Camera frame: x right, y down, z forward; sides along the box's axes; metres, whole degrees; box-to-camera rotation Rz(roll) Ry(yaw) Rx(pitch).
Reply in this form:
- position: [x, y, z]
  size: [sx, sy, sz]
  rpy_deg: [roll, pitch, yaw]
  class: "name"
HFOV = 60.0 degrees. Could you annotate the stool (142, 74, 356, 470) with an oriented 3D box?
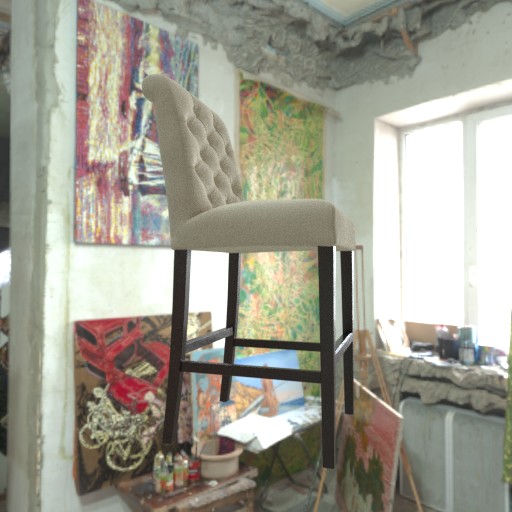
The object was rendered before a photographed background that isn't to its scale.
- position: [0.000, 0.000, 1.461]
  size: [0.610, 1.118, 0.482]
  rpy_deg: [0, -1, 19]
  class: "stool"
